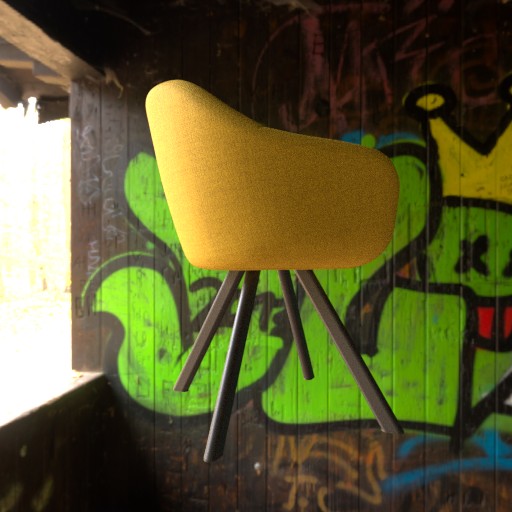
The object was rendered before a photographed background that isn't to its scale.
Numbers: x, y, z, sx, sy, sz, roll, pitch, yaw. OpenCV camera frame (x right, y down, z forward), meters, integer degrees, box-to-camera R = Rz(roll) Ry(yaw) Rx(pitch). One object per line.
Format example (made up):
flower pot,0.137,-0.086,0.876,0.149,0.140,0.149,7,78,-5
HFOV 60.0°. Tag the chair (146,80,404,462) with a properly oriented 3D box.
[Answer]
chair,0.000,0.000,1.141,0.550,0.795,0.590,0,0,-18
